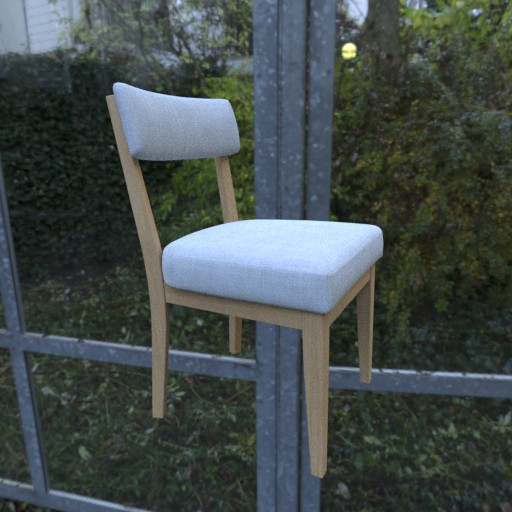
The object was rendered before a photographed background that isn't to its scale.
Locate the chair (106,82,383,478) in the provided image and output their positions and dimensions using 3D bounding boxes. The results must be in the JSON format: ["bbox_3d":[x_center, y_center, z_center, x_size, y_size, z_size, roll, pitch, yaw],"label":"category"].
[{"bbox_3d":[0.000,0.000,1.165,0.572,0.832,0.508,7,16,26],"label":"chair"}]
